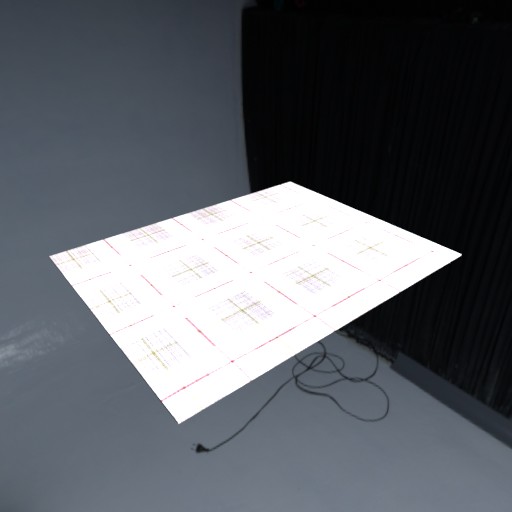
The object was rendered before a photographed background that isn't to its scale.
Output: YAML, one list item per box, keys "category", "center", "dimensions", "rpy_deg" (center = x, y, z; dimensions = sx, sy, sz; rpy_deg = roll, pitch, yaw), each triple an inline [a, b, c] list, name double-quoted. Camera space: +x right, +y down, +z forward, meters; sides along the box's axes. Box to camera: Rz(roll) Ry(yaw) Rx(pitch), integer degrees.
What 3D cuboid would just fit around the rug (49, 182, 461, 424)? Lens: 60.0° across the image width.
- category: "rug"
  center: [0.000, 0.000, 4.042]
  dimensions: [2.959, 0.016, 2.317]
  rpy_deg: [-22, 37, -32]
